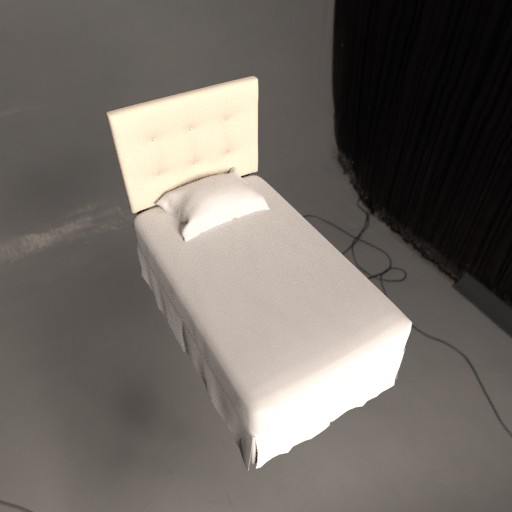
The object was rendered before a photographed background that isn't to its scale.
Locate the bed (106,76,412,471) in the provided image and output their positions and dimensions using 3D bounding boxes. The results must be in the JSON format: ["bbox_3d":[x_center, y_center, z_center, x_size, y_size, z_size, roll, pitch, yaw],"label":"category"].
[{"bbox_3d":[0.000,0.000,3.054,1.261,1.571,1.997,-23,49,-21],"label":"bed"}]
